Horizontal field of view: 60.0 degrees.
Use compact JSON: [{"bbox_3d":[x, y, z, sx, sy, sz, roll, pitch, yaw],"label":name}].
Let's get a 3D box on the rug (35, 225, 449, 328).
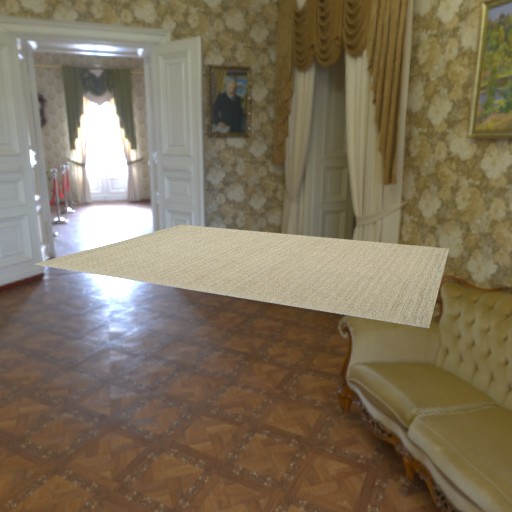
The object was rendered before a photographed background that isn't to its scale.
[{"bbox_3d":[0.000,0.000,3.722,2.895,0.006,1.981,7,15,25],"label":"rug"}]
